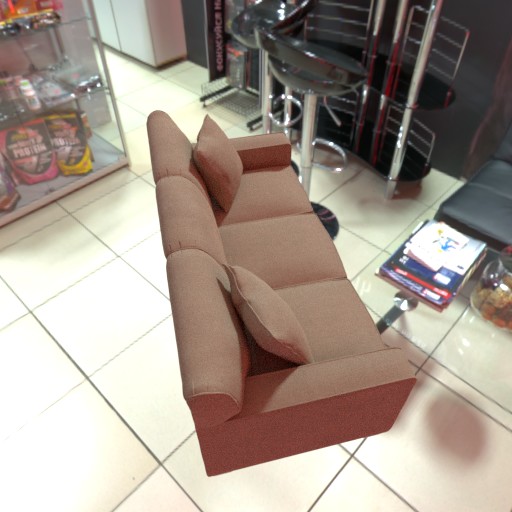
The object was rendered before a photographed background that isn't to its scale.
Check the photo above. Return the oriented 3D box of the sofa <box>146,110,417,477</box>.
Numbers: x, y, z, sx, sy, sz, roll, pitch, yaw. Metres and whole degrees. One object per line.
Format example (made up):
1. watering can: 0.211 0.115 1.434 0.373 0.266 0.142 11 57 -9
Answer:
1. sofa: 0.000 0.000 2.574 0.997 0.958 2.024 -10 47 -9
